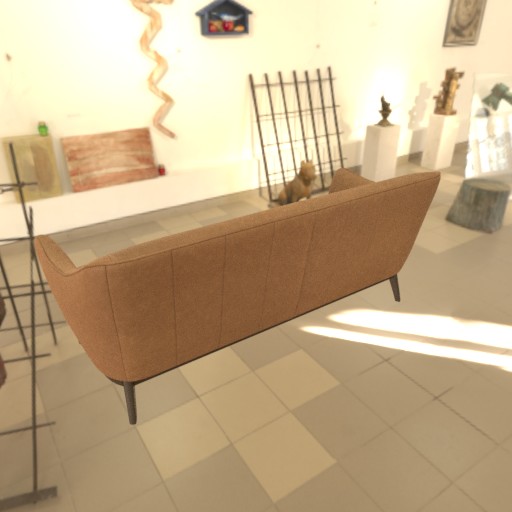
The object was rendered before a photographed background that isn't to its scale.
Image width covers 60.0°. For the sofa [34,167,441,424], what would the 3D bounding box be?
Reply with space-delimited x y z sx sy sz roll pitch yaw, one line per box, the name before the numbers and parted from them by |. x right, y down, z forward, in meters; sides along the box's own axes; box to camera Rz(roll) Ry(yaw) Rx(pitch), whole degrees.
sofa | 0.000 0.000 2.297 1.928 0.830 0.869 -17 33 -29
